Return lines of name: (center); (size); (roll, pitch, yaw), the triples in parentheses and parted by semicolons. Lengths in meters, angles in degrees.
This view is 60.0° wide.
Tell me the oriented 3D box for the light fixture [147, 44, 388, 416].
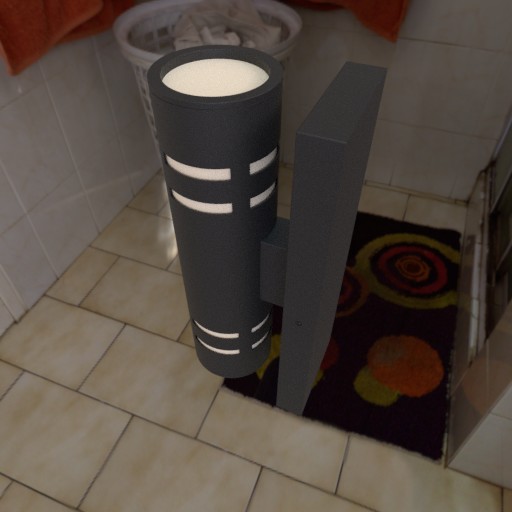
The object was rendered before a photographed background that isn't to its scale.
light fixture: (0.000, 0.000, 0.406); (0.149, 0.330, 0.105); (17, 48, 16)
